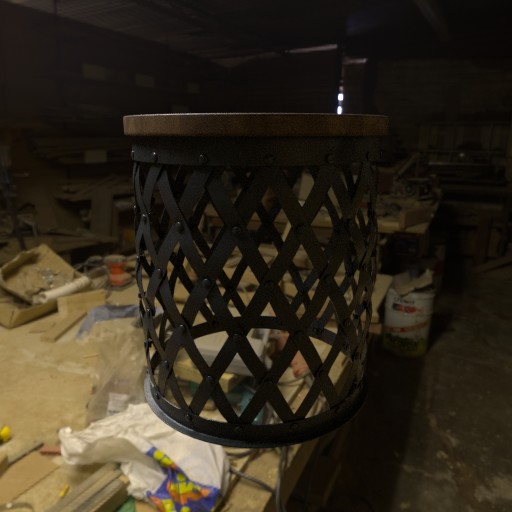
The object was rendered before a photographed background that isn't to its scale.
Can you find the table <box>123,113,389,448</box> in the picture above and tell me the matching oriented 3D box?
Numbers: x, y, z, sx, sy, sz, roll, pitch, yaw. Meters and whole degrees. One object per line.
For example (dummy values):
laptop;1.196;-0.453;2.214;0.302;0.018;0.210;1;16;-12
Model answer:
table;0.000;0.000;0.763;0.405;0.454;0.405;0;16;0
